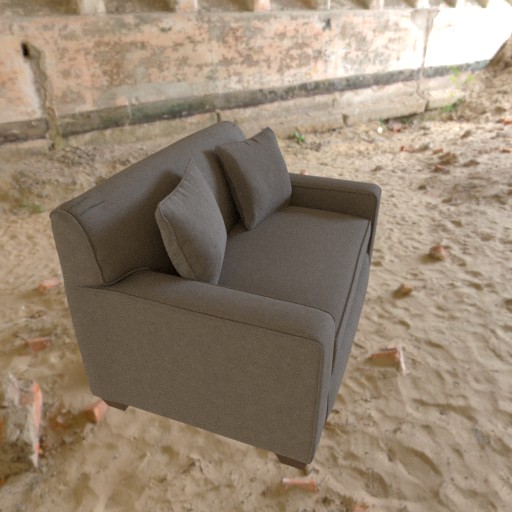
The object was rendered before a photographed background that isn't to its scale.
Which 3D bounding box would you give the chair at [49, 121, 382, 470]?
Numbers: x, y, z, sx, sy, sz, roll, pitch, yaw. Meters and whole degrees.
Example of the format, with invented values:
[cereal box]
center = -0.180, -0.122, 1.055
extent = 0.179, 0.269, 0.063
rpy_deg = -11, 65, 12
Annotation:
[chair]
center = 0.000, 0.000, 2.046
extent = 0.992, 0.953, 1.395
rpy_deg = 11, 31, 18
